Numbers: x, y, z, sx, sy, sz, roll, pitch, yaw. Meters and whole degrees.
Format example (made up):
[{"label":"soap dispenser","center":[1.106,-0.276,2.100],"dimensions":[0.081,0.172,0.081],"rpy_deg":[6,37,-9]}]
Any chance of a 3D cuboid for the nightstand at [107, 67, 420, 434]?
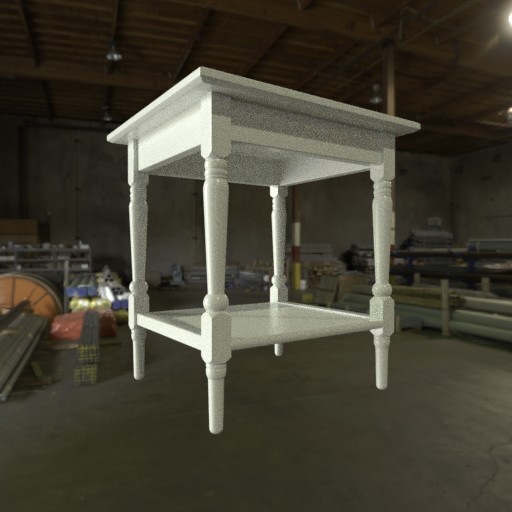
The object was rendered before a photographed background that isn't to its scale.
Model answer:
[{"label":"nightstand","center":[0.000,0.000,0.961],"dimensions":[0.505,0.555,0.459],"rpy_deg":[-1,1,-34]}]
